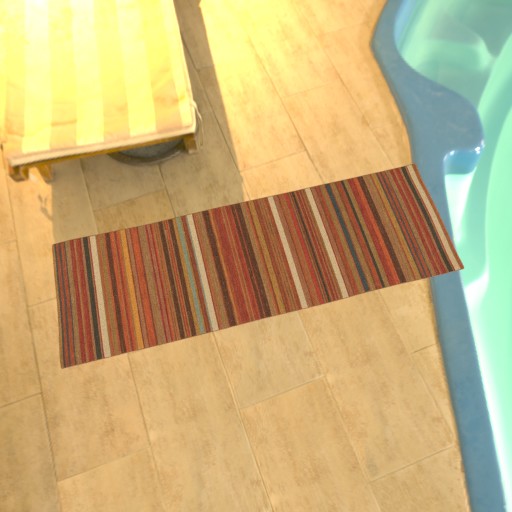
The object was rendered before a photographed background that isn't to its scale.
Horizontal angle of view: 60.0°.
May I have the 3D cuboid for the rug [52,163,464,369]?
[{"bbox_3d":[0.000,0.000,2.742,2.444,0.030,0.799,-13,67,-6],"label":"rug"}]
